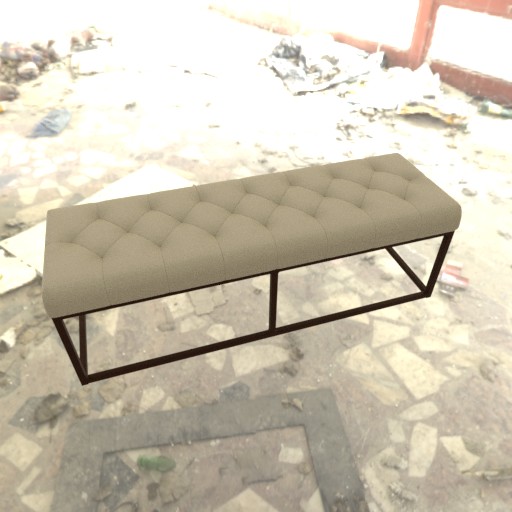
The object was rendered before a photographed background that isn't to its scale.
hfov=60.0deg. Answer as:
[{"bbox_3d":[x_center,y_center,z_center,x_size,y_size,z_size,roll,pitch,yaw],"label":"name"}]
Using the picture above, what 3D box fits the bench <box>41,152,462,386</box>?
[{"bbox_3d":[0.000,0.000,1.771,1.488,0.488,0.479,-12,42,-13],"label":"bench"}]
